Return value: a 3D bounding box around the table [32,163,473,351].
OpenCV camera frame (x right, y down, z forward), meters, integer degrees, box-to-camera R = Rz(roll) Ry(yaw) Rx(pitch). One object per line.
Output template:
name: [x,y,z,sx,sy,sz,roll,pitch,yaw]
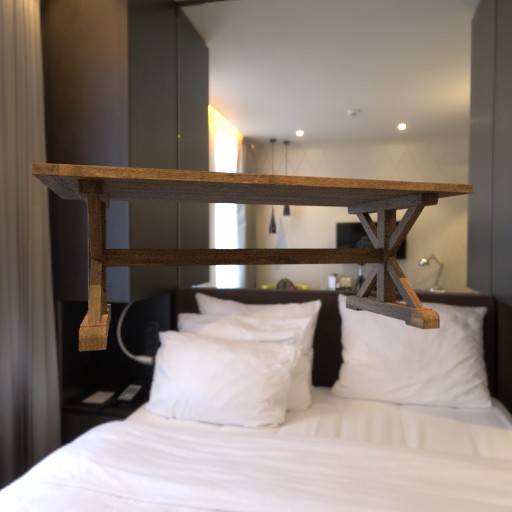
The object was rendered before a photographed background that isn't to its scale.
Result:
table: [0.000,0.000,2.398,2.031,0.733,0.907,0,1,-17]
